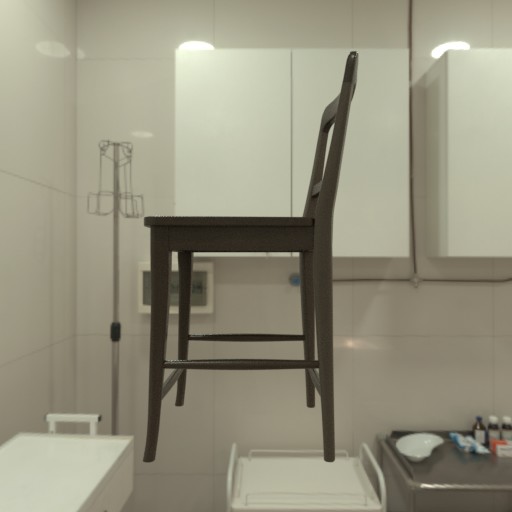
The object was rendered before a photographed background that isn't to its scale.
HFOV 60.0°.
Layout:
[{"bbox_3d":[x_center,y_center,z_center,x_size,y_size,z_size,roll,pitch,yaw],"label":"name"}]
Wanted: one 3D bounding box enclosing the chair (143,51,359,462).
[{"bbox_3d":[0.000,0.000,1.270,0.546,0.991,0.450,0,0,0],"label":"chair"}]
